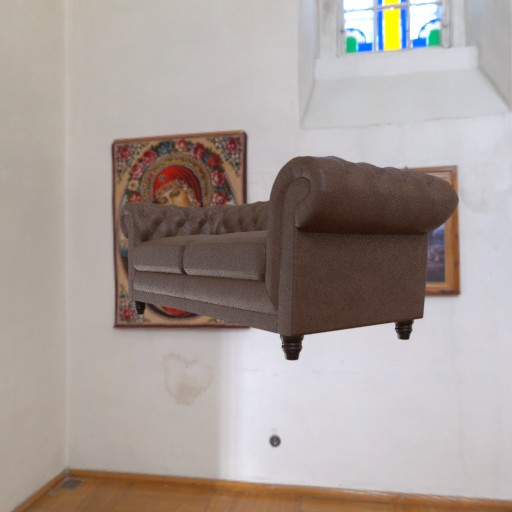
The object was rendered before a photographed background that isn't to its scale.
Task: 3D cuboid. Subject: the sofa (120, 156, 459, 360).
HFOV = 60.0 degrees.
[{"bbox_3d":[0.000,0.000,2.563,0.955,0.784,2.048,0,0,-36],"label":"sofa"}]
